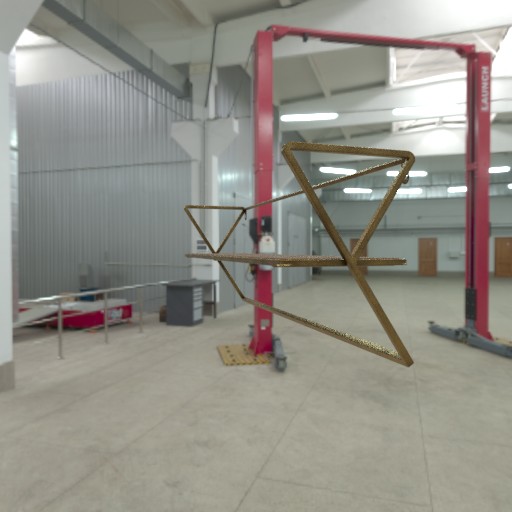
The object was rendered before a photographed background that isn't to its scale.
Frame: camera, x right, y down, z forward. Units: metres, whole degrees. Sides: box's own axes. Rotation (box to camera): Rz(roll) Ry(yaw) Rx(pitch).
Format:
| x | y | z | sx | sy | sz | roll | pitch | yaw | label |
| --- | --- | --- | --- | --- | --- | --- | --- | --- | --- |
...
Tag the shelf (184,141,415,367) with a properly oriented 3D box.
| x | y | z | sx | sy | sz | roll | pitch | yaw | label |
| --- | --- | --- | --- | --- | --- | --- | --- | --- | --- |
| 0.000 | 0.000 | 0.754 | 0.150 | 0.229 | 0.645 | 0 | 1 | -18 | shelf |
